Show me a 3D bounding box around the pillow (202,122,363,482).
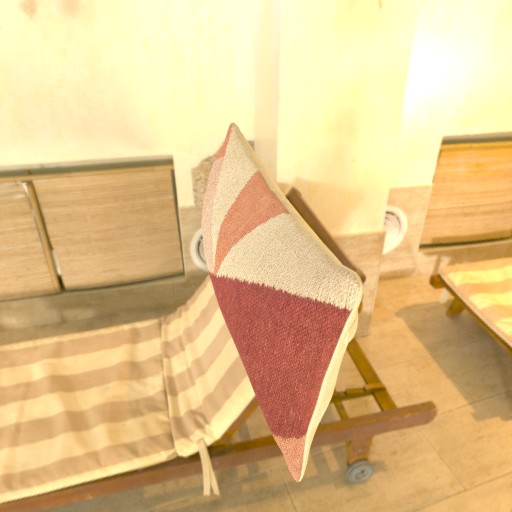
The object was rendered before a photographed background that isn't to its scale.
[{"bbox_3d":[0.000,0.000,0.726,0.155,0.292,0.609,-7,32,-12],"label":"pillow"}]
